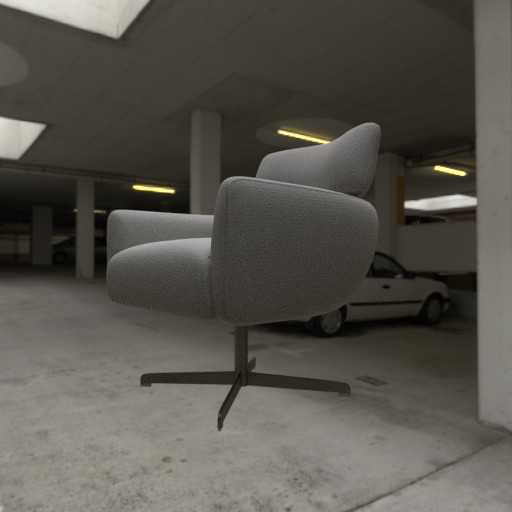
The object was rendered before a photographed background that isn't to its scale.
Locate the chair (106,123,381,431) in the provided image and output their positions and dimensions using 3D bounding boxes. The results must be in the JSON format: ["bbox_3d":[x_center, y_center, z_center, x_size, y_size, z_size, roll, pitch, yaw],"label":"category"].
[{"bbox_3d":[0.000,0.000,1.365,0.730,0.810,0.760,1,-1,-36],"label":"chair"}]
